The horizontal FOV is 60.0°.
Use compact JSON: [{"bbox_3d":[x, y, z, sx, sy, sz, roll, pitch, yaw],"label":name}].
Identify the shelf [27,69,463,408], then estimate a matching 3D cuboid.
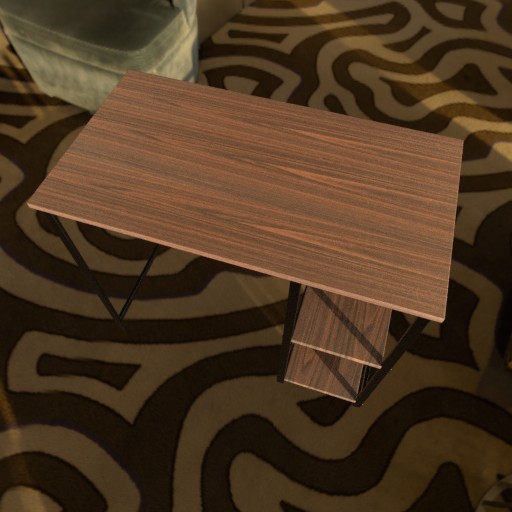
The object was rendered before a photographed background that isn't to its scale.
[{"bbox_3d":[0.000,0.000,1.345,0.902,0.750,0.498,15,59,9],"label":"shelf"}]
